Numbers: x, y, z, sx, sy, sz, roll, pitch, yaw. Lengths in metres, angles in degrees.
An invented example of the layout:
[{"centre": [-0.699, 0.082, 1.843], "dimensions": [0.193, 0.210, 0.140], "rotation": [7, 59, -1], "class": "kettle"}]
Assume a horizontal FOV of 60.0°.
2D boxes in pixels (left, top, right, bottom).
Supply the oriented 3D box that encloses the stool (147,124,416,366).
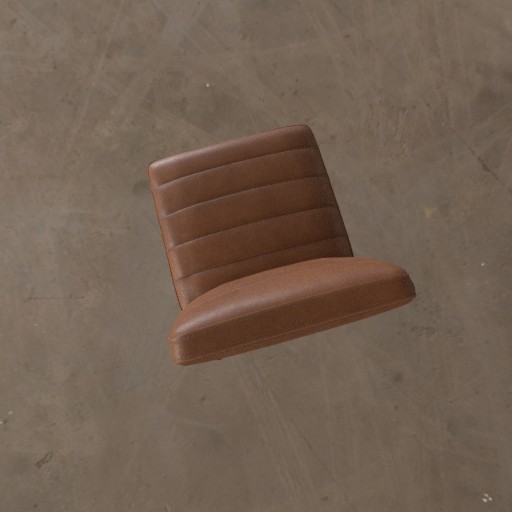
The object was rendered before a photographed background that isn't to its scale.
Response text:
[{"centre": [0.000, 0.000, 1.287], "dimensions": [0.458, 1.040, 0.556], "rotation": [-15, 76, -4], "class": "stool"}]
